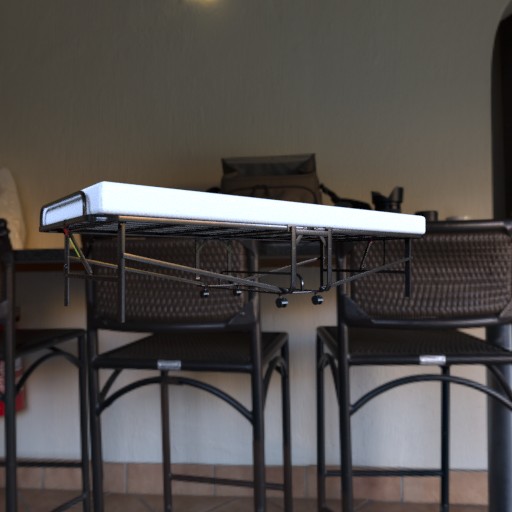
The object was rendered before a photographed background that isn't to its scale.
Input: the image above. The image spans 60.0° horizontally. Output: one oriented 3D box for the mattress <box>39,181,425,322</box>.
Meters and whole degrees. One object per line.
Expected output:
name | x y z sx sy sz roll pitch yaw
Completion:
mattress | 0.000 0.000 2.555 2.153 0.519 0.922 0 -1 -38
